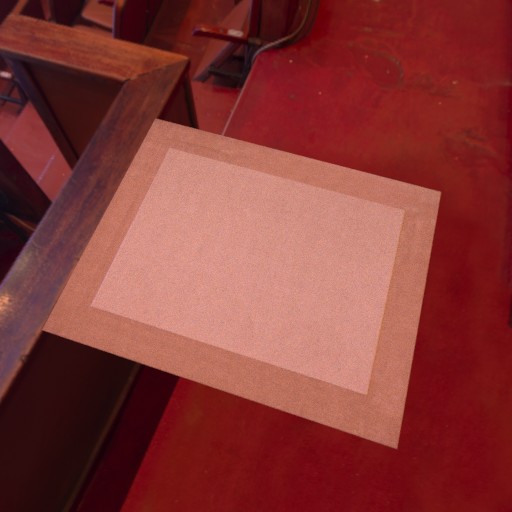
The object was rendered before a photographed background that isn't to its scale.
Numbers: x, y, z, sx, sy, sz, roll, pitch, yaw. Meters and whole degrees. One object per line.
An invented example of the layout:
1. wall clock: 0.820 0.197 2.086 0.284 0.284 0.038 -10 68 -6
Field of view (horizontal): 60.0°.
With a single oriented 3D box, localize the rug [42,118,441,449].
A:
1. rug: 0.000 0.000 4.068 3.048 0.014 2.438 16 66 7
